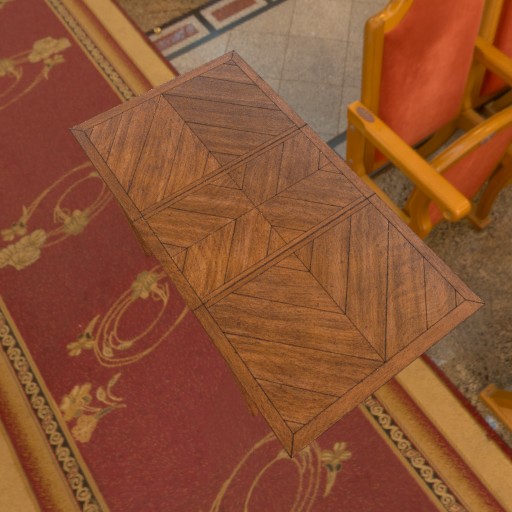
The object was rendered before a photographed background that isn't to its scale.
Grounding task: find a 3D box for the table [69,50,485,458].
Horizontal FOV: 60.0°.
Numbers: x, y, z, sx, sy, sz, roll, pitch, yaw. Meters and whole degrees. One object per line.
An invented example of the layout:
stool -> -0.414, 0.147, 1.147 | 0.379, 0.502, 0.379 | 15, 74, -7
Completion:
table -> 0.000, 0.000, 1.873 | 0.757, 0.760, 1.400 | -32, 68, -15
